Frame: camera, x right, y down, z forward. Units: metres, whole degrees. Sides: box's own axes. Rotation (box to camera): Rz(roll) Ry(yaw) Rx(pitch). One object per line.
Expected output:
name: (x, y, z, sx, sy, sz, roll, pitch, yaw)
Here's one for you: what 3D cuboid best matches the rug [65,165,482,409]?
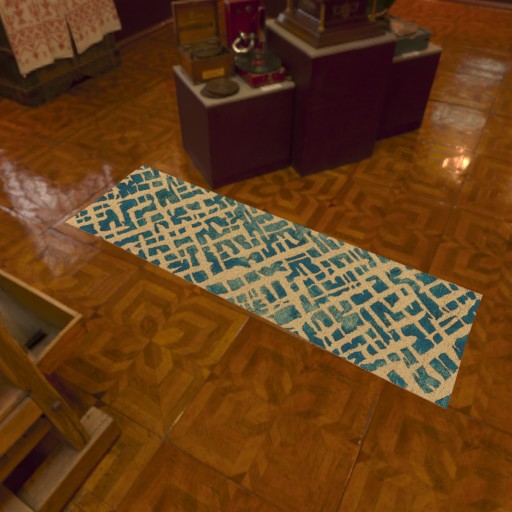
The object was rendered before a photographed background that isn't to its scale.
rug: (0.000, 0.000, 2.651, 2.446, 0.011, 0.768, 23, 50, 21)
